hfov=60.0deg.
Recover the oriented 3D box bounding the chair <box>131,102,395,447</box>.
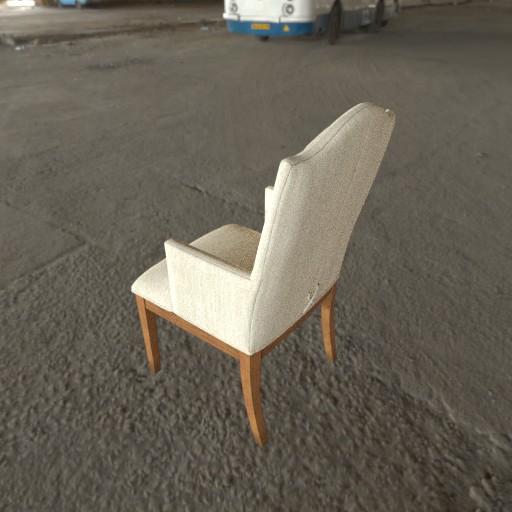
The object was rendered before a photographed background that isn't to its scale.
[{"bbox_3d":[0.000,0.000,1.396,0.641,1.016,0.533,22,38,31],"label":"chair"}]
